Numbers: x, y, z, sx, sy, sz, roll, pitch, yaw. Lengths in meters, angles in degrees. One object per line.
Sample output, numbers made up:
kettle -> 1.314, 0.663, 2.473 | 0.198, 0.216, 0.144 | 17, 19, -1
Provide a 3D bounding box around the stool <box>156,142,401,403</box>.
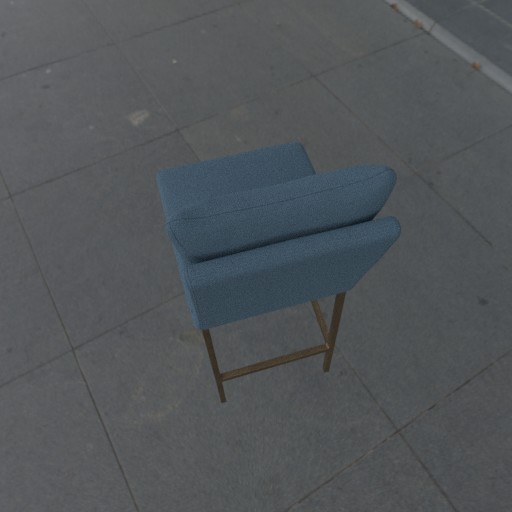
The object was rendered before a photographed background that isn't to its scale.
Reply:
stool -> 0.000, 0.000, 1.330 | 0.463, 1.032, 0.568 | -14, 60, -8
